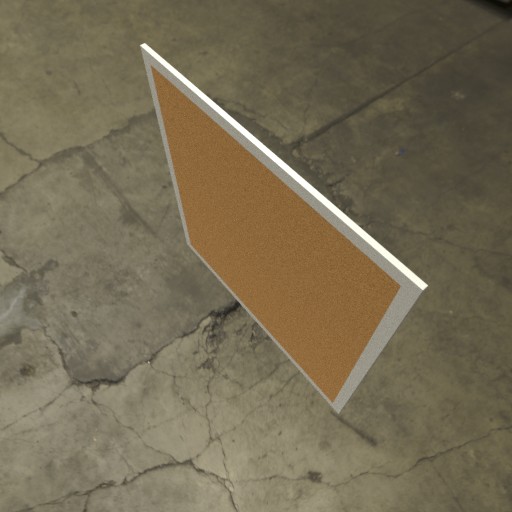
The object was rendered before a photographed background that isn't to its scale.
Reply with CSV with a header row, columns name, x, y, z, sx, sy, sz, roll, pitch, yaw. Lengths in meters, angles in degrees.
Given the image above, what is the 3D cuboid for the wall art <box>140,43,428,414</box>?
name,x,y,z,sx,sy,sz,roll,pitch,yaw
wall art,0.000,0.000,1.185,0.013,0.813,0.812,-35,64,-20
